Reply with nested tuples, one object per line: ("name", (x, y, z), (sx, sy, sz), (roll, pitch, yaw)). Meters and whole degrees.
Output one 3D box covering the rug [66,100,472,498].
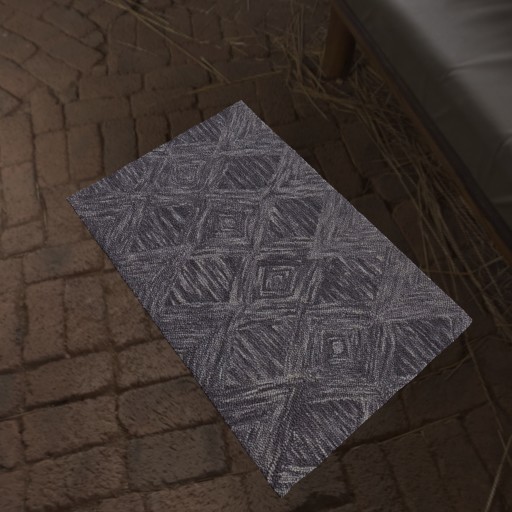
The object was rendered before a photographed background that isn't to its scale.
("rug", (0.000, 0.000, 2.237), (1.186, 0.012, 1.814), (-35, 68, -16))
